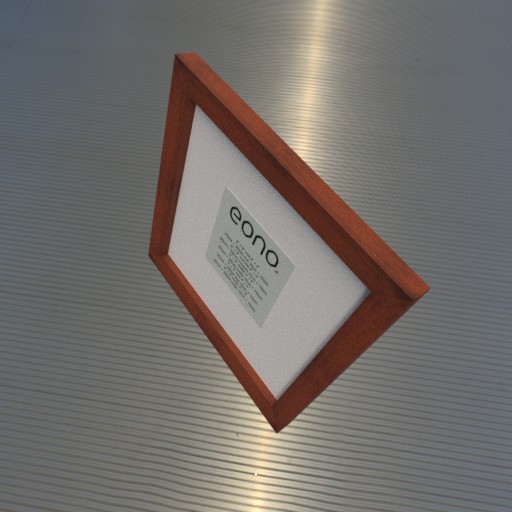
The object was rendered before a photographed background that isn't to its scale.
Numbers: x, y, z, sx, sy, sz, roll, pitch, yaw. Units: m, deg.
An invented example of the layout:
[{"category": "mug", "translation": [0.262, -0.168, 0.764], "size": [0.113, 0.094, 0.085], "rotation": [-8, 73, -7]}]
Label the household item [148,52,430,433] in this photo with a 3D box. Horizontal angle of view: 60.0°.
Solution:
[{"category": "household item", "translation": [0.000, 0.000, 0.385], "size": [0.131, 0.240, 0.240], "rotation": [-34, 69, -15]}]
